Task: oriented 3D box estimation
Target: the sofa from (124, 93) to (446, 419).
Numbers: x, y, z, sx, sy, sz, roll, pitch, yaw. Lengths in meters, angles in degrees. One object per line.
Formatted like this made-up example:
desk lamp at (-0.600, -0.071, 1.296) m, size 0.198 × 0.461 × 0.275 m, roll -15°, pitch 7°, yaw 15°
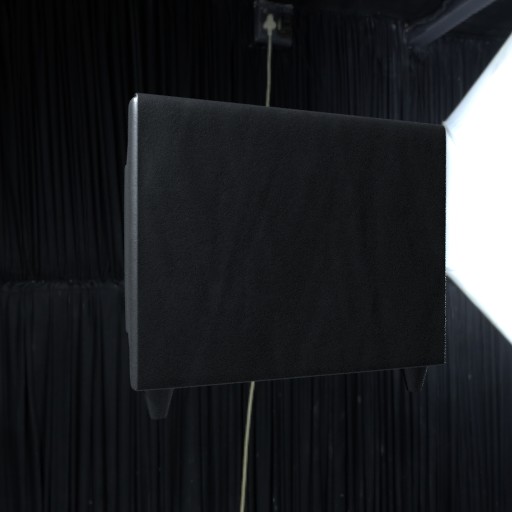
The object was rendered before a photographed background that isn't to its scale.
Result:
sofa at (0.000, 0.000, 1.435) m, size 0.809 × 0.724 × 0.839 m, roll 0°, pitch 0°, yaw -17°
